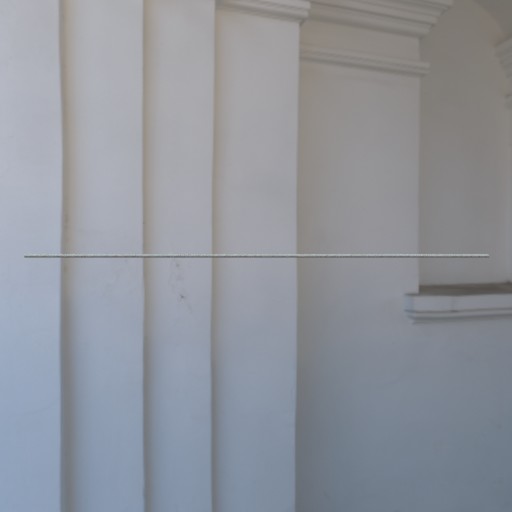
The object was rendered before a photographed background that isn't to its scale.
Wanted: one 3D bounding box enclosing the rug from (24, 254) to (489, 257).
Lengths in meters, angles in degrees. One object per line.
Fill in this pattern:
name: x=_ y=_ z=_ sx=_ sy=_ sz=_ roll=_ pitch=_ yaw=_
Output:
rug: x=0.000 y=0.000 z=2.790 sx=2.132 sy=0.015 sz=1.526 roll=0 pitch=0 yaw=-1
